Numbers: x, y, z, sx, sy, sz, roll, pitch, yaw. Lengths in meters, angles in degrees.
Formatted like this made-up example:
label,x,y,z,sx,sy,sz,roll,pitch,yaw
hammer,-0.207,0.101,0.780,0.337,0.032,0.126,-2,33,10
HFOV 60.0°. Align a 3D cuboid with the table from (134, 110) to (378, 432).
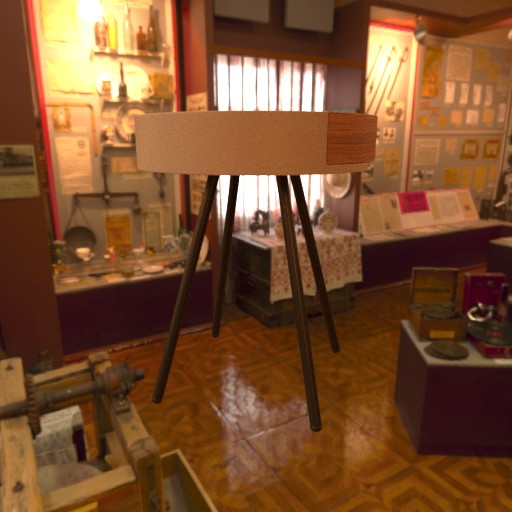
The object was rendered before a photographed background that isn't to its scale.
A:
label,x,y,z,sx,sy,sz,roll,pitch,yaw
table,0.000,0.000,0.882,0.450,0.525,0.450,0,15,0
